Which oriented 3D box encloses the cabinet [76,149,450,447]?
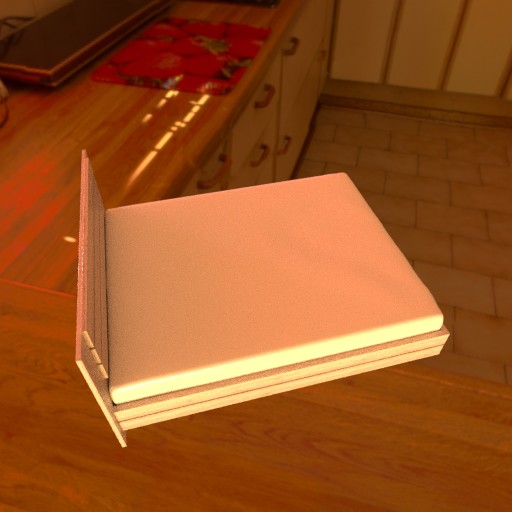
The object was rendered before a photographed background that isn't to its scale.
[{"bbox_3d":[0.000,0.000,3.048,2.080,0.970,1.750,-10,46,-10],"label":"cabinet"}]
